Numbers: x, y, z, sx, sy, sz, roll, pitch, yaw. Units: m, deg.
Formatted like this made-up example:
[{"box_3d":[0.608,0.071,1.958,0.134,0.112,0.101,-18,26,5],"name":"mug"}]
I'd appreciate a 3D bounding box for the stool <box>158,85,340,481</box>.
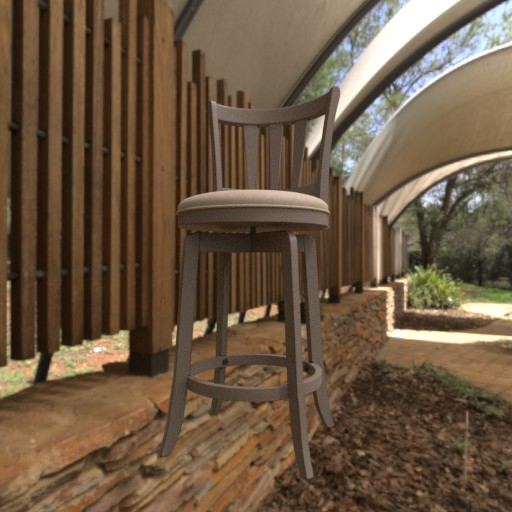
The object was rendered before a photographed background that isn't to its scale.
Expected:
[{"box_3d":[0.000,0.000,1.259,0.436,1.023,0.475,0,0,18],"name":"stool"}]
